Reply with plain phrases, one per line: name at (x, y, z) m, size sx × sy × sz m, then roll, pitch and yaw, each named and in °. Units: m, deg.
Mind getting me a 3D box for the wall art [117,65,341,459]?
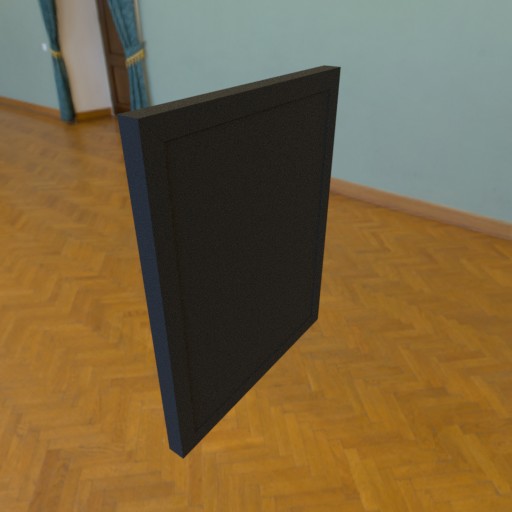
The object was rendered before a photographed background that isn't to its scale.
wall art at (0.000, 0.000, 0.765) m, size 0.033 × 0.559 × 0.457 m, roll 20°, pitch 36°, yaw 30°
